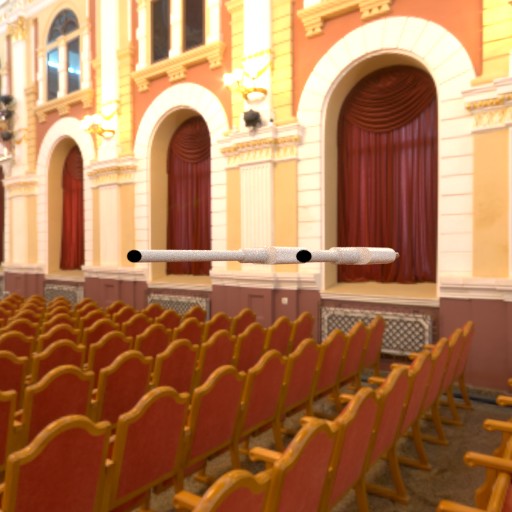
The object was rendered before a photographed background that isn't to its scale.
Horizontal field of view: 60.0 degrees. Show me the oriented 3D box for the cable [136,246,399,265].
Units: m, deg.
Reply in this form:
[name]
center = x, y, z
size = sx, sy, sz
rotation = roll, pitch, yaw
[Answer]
[cable]
center = 0.000, 0.000, 0.110
size = 0.040, 0.006, 0.098
rotation = 0, 0, 37
